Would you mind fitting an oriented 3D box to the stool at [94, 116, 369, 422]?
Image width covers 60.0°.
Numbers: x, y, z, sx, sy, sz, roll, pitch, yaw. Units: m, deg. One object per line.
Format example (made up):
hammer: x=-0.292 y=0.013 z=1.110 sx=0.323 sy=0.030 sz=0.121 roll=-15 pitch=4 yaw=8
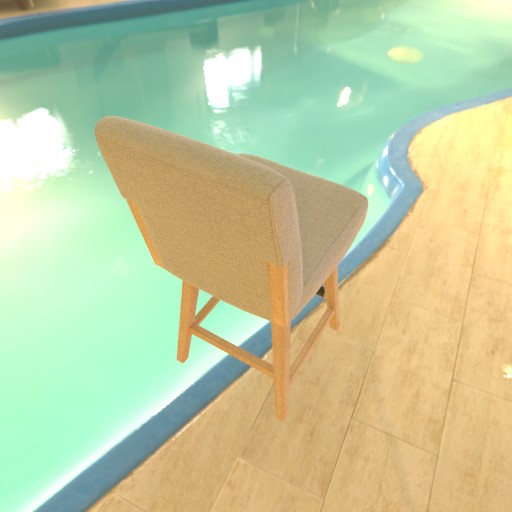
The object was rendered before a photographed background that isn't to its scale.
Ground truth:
stool: x=0.000 y=0.000 z=1.400 sx=0.507 sy=1.085 sz=0.606 roll=24 pitch=50 yaw=21
